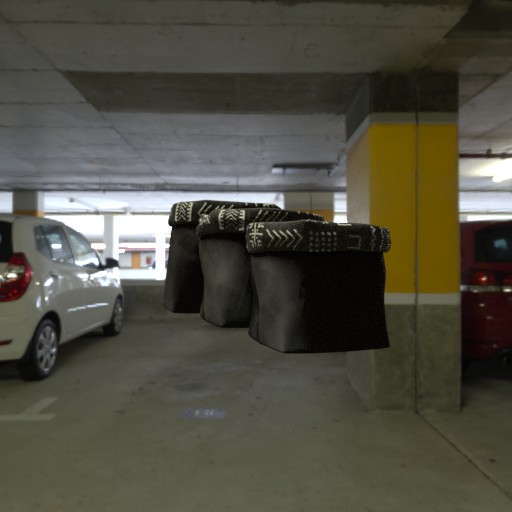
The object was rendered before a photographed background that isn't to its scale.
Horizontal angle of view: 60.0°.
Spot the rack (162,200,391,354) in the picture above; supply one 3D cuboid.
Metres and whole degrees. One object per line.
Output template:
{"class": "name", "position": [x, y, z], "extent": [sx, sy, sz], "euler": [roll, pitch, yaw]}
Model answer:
{"class": "rack", "position": [0.000, 0.000, 1.110], "extent": [0.379, 0.323, 0.905], "euler": [0, -1, -19]}
